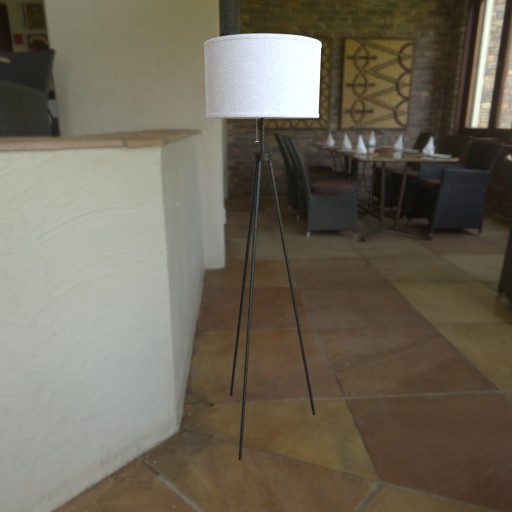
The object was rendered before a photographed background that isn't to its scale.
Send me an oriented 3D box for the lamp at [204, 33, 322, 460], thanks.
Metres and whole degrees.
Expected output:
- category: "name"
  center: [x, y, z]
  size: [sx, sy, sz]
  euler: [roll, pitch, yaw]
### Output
- category: "lamp"
  center: [0.000, 0.000, 1.778]
  size: [0.448, 1.545, 0.458]
  euler: [-16, 23, -42]
